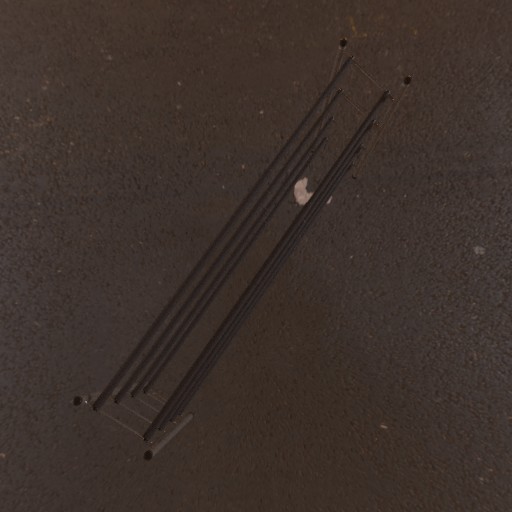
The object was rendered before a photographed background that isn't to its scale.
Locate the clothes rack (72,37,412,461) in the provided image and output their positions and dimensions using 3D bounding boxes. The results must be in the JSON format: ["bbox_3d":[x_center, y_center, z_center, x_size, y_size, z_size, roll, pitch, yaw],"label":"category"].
[{"bbox_3d":[0.000,0.000,1.424,0.229,0.672,1.168,34,80,7],"label":"clothes rack"}]
